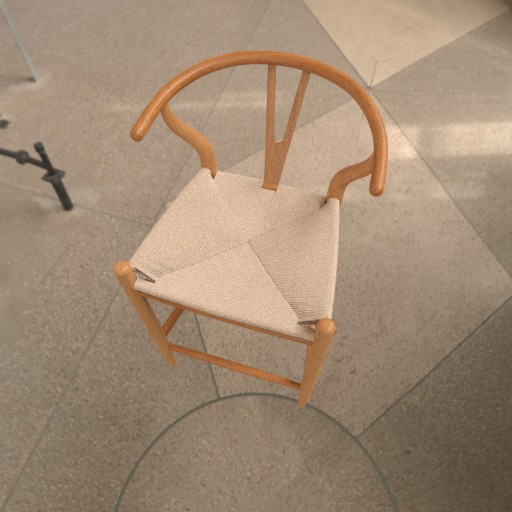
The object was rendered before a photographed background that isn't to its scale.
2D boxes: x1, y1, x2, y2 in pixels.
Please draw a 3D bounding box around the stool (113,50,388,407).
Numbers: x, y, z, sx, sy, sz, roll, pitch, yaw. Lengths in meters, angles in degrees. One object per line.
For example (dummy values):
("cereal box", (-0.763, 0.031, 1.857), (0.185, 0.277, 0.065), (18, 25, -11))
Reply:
("stool", (0.000, 0.000, 1.328), (0.569, 0.970, 0.579), (15, 58, 9))
